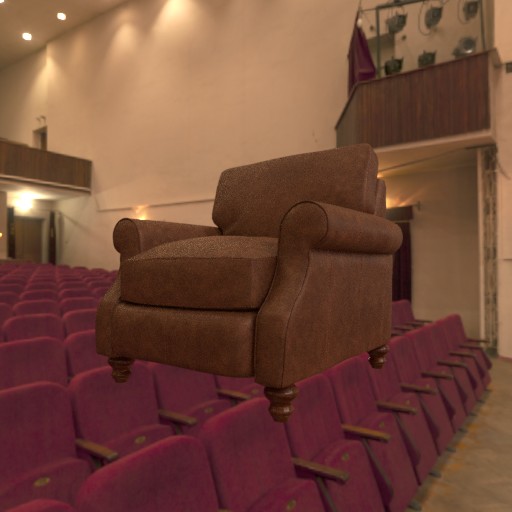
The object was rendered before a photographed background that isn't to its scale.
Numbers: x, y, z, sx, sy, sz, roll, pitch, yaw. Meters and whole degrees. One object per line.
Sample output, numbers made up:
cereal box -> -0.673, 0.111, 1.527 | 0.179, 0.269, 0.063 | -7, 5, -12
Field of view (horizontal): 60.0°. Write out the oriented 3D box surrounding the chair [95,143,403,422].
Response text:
chair -> 0.000, 0.000, 1.818 | 0.996, 0.976, 1.002 | -1, -2, 35
